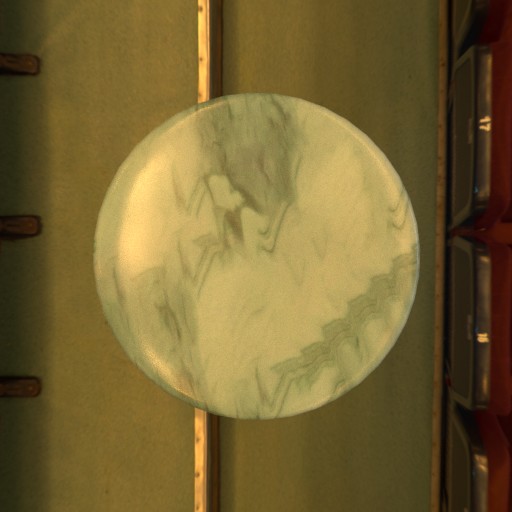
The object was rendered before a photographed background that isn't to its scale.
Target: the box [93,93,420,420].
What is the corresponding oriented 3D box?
[{"bbox_3d":[0.000,0.000,0.163,0.101,0.063,0.101,0,91,-1],"label":"box"}]
